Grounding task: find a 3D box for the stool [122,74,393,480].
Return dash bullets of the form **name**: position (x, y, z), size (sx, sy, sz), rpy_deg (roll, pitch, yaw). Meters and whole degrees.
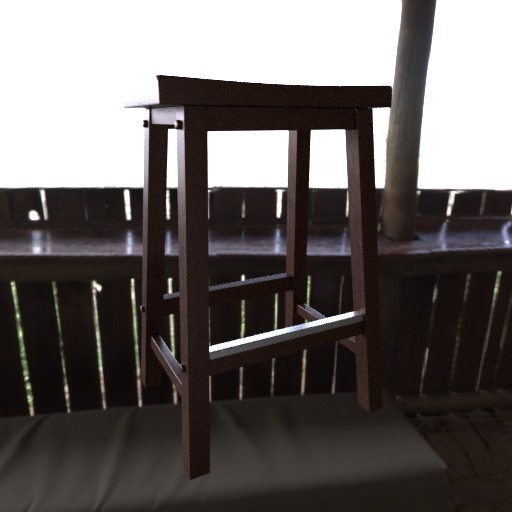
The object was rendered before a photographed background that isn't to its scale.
- **stool**: position (0.000, 0.000, 0.846), size (0.406, 0.610, 0.322), rpy_deg (-9, 19, -26)
